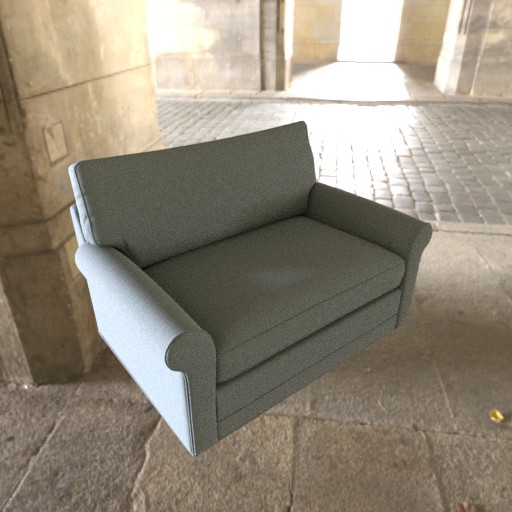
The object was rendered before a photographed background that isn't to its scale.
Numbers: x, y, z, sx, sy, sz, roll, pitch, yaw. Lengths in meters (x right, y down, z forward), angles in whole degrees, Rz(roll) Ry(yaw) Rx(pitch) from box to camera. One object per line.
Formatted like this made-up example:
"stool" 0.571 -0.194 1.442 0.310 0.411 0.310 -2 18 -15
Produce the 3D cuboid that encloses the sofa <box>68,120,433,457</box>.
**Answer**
"sofa" 0.000 0.000 2.037 1.410 0.953 0.940 -21 35 -33
